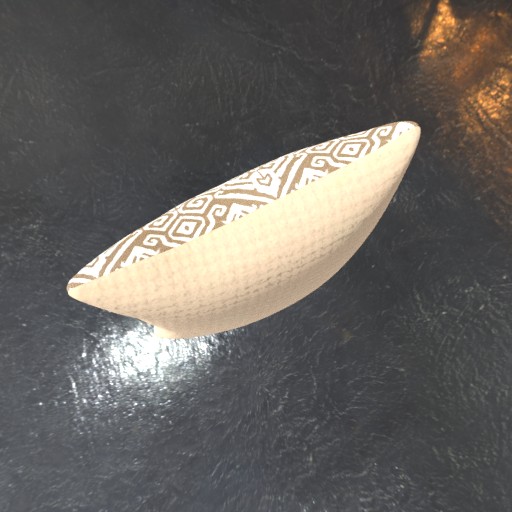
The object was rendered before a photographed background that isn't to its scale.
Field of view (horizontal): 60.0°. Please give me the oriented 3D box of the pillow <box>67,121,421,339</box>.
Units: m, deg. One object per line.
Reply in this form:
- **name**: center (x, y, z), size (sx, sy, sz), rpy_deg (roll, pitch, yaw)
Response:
- **pillow**: center (0.000, 0.000, 0.653), size (0.419, 0.407, 0.173), rpy_deg (-26, 76, -7)
